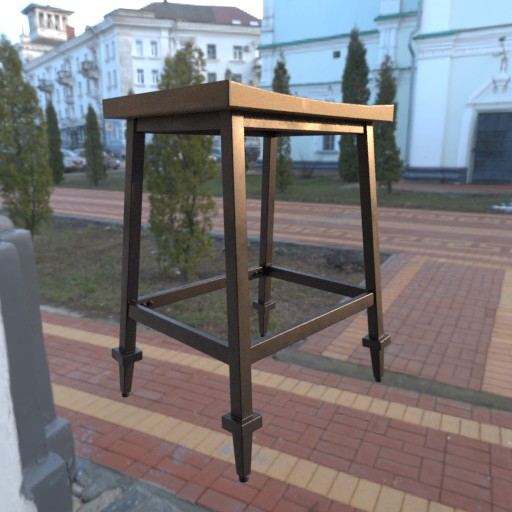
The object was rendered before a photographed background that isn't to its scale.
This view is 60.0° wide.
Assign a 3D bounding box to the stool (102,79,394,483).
[{"bbox_3d":[0.000,0.000,0.947,0.405,0.625,0.486,13,18,42],"label":"stool"}]
